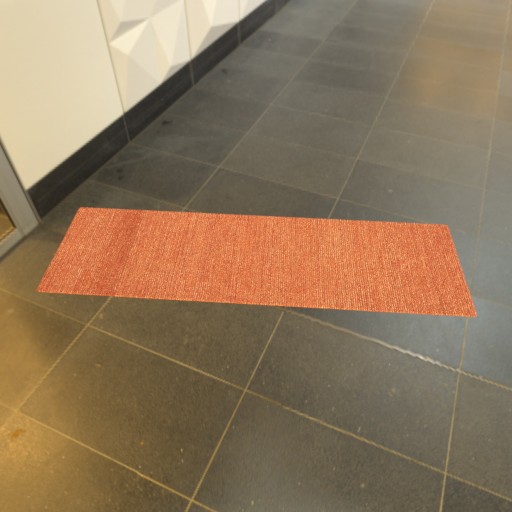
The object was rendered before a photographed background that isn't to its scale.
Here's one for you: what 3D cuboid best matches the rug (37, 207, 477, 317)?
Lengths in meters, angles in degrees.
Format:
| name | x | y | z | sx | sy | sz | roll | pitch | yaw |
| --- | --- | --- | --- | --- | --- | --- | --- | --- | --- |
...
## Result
| name | x | y | z | sx | sy | sz | roll | pitch | yaw |
| --- | --- | --- | --- | --- | --- | --- | --- | --- | --- |
| rug | 0.000 | 0.000 | 2.541 | 2.307 | 0.012 | 0.687 | 3 | 47 | 3 |
